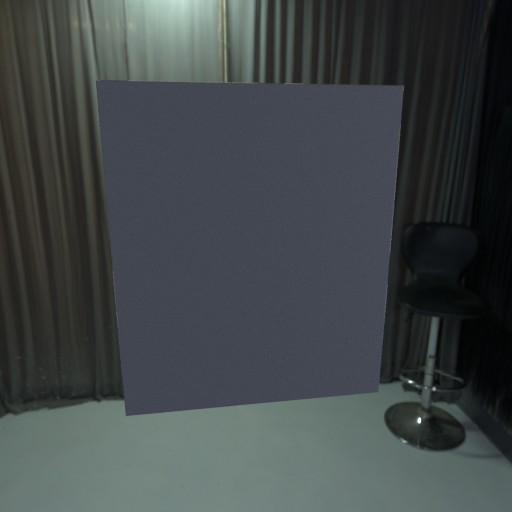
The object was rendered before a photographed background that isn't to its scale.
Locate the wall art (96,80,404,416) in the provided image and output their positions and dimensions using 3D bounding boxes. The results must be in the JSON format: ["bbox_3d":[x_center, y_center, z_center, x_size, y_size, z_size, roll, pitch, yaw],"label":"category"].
[{"bbox_3d":[0.000,0.000,0.704,0.435,0.511,0.037,-2,16,-9],"label":"wall art"}]
